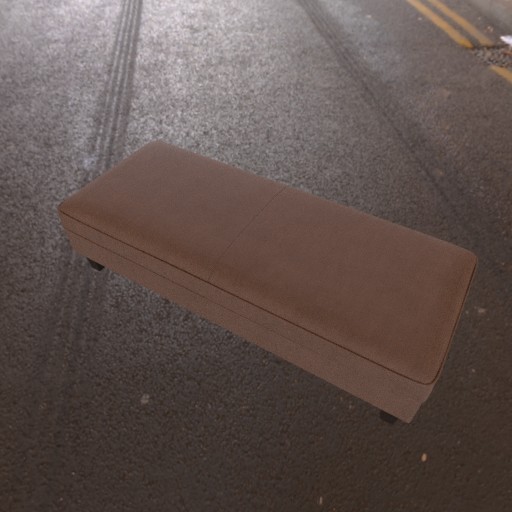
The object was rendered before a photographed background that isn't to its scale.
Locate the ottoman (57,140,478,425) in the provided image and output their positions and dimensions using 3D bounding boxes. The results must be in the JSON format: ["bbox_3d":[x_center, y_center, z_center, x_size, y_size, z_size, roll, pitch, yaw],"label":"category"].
[{"bbox_3d":[0.000,0.000,2.054,1.764,0.470,0.751,23,50,21],"label":"ottoman"}]
